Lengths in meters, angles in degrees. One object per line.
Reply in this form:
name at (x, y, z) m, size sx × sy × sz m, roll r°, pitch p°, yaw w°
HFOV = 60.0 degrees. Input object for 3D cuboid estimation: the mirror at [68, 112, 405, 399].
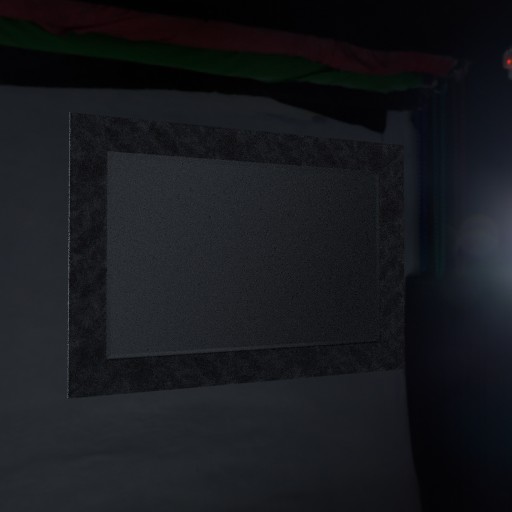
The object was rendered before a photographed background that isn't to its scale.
mirror at (0.000, 0.000, 1.413) m, size 1.101 × 0.795 × 0.022 m, roll 0°, pitch -1°, yaw -18°
